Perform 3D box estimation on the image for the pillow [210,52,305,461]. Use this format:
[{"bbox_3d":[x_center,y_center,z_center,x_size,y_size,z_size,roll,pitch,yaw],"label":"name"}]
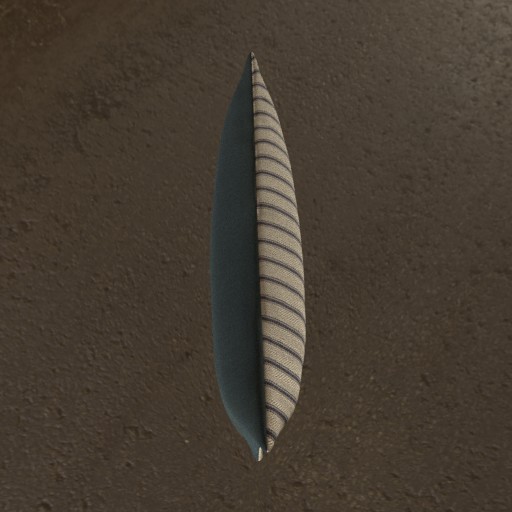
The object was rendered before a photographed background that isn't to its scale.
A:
[{"bbox_3d":[0.000,0.000,0.734,0.151,0.305,0.609,-2,63,-1],"label":"pillow"}]
